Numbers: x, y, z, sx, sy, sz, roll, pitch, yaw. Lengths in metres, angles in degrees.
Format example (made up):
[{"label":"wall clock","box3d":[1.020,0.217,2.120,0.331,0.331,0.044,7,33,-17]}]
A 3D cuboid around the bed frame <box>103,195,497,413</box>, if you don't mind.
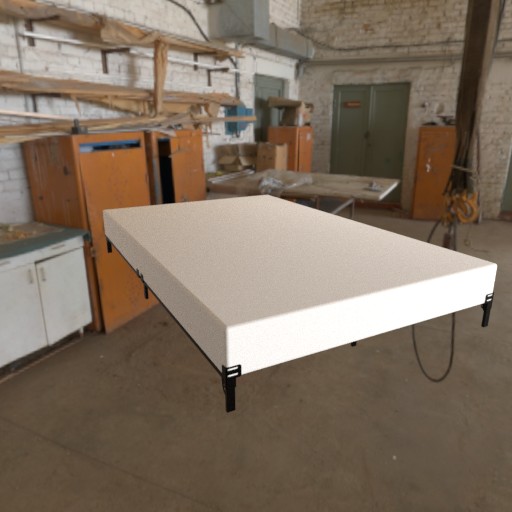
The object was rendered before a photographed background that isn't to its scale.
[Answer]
[{"label":"bed frame","box3d":[0.000,0.000,3.714,1.930,0.440,2.987,-9,20,-27]}]
